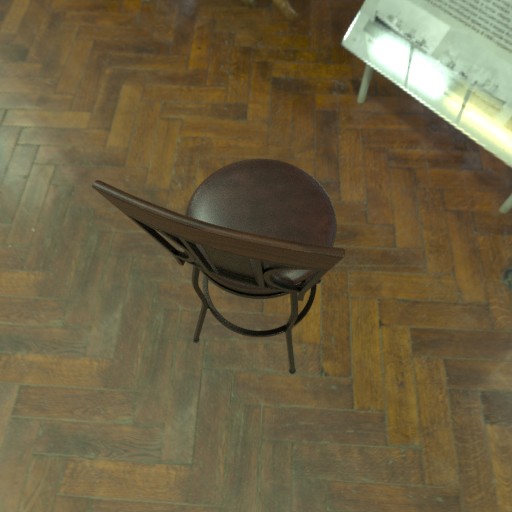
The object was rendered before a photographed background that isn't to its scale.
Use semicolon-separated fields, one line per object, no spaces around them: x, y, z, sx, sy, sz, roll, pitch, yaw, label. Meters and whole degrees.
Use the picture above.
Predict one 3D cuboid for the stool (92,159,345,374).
0.000;0.000;1.339;0.448;1.130;0.513;16;64;8;stool
